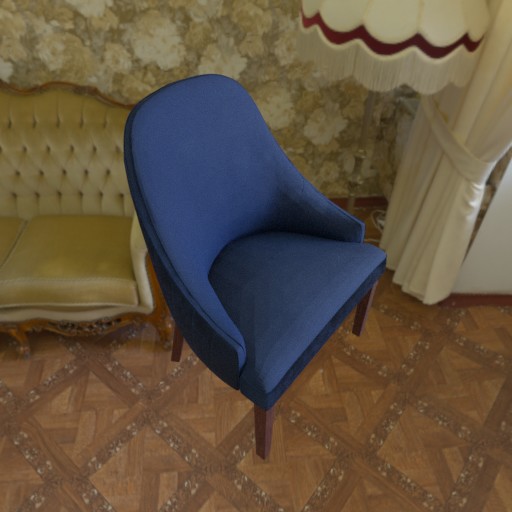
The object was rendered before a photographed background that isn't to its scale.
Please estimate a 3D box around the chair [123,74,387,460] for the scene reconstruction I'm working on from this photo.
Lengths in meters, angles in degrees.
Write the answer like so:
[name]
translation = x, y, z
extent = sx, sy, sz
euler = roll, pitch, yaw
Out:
[chair]
translation = 0.000, 0.000, 1.301
extent = 0.575, 0.889, 0.643
euler = 28, 49, 27
